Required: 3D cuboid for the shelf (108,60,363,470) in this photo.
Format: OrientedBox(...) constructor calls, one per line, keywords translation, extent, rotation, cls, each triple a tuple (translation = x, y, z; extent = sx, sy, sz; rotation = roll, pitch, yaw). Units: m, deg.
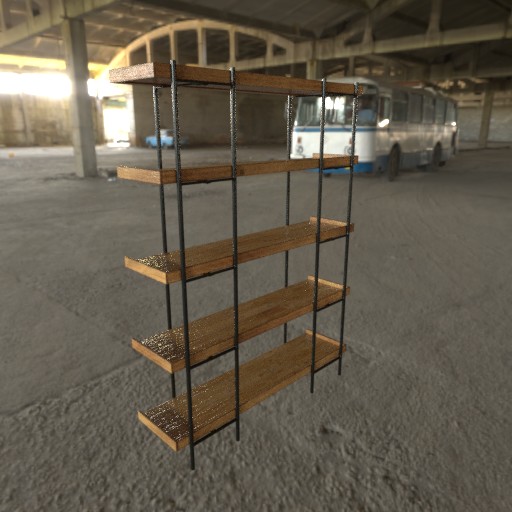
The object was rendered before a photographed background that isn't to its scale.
OrientedBox(translation=(0.000, 0.000, 2.420), extent=(1.371, 1.826, 0.379), rotation=(-15, 22, -42), cls="shelf")
